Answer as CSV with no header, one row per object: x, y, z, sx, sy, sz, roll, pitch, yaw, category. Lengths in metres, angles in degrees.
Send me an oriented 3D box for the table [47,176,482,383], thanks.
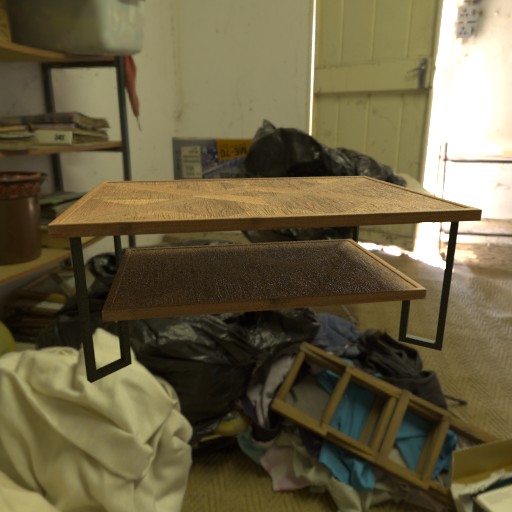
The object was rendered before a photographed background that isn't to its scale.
0.000,0.000,1.718,1.238,0.492,0.877,-3,17,-9,table
